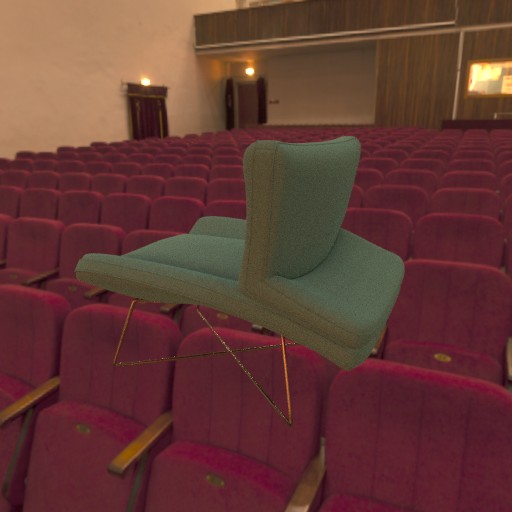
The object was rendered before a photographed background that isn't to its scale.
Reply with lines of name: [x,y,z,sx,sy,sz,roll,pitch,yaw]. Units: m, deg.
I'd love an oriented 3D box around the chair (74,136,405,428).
chair: [0.000,0.000,1.651,1.008,0.855,0.859,8,18,25]
